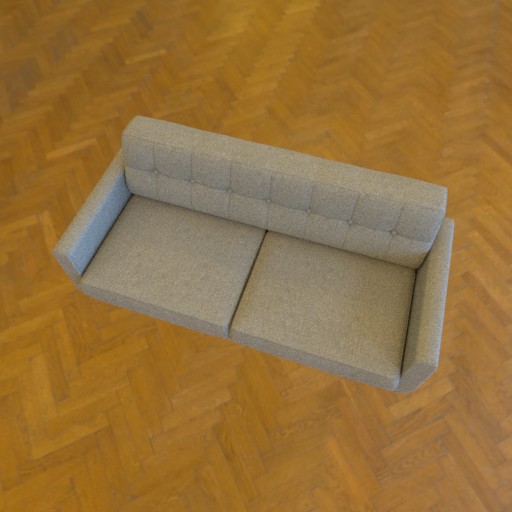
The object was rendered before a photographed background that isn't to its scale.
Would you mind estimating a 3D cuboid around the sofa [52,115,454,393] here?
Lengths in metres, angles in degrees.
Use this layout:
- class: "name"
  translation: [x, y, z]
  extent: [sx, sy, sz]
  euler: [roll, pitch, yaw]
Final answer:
- class: "sofa"
  translation: [0.000, 0.000, 2.565]
  extent: [2.055, 0.873, 0.968]
  euler: [16, 59, 10]
